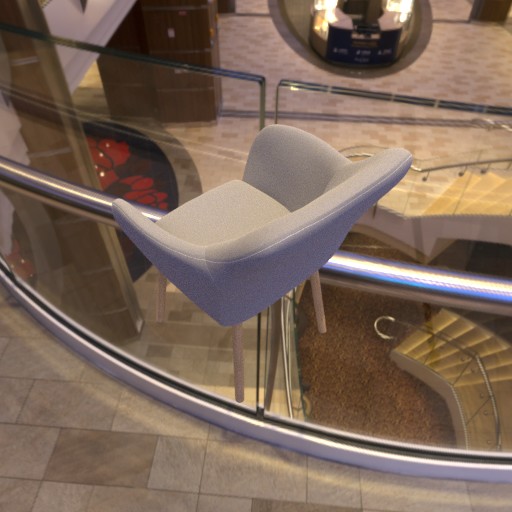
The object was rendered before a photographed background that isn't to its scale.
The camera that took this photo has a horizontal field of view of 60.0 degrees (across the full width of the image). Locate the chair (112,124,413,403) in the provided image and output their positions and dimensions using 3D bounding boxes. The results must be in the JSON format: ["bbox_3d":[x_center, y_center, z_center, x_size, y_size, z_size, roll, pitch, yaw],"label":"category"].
[{"bbox_3d":[0.000,0.000,1.252,0.570,0.830,0.590,-33,56,-27],"label":"chair"}]
